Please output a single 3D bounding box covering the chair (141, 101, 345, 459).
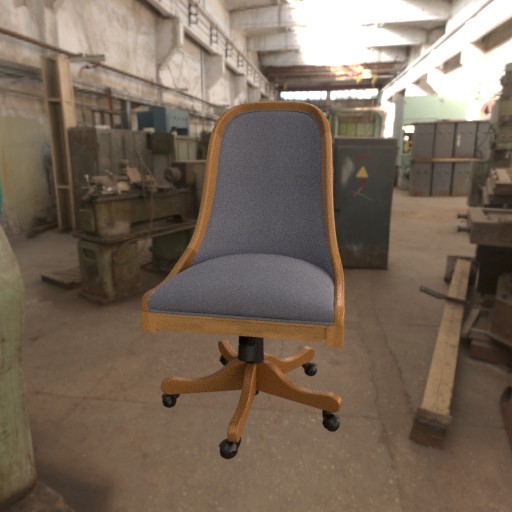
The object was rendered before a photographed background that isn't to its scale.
[{"bbox_3d":[0.000,0.000,1.470,0.605,1.031,0.735,3,15,10],"label":"chair"}]
